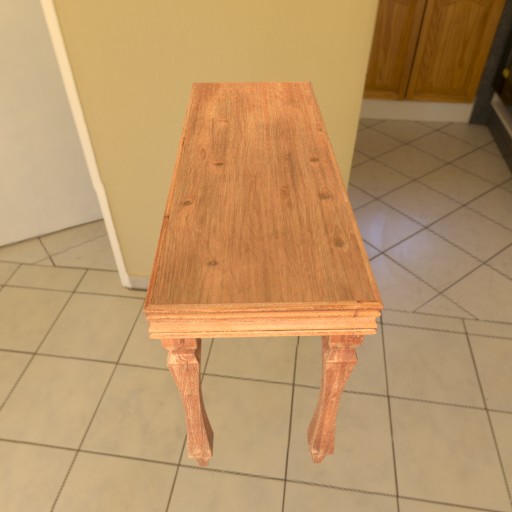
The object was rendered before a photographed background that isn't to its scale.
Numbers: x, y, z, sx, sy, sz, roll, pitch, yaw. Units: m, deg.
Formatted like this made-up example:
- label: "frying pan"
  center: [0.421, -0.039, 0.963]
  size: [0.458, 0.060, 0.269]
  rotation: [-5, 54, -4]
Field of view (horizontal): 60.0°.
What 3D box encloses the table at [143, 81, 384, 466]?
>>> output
- label: "table"
  center: [0.000, 0.000, 1.741]
  size: [0.522, 0.873, 1.330]
  rotation: [-1, 41, -1]
